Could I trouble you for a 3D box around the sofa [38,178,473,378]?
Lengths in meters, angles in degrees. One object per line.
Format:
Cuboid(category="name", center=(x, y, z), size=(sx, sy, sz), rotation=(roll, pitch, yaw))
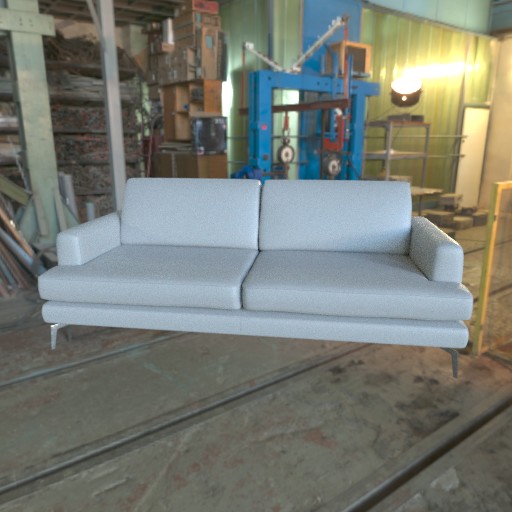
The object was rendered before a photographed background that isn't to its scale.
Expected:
Cuboid(category="sofa", center=(0.000, 0.000, 2.374), size=(1.940, 0.765, 0.974), rotation=(2, 15, 8))
